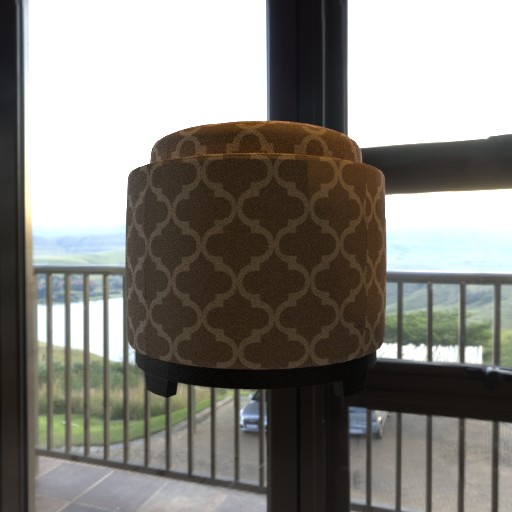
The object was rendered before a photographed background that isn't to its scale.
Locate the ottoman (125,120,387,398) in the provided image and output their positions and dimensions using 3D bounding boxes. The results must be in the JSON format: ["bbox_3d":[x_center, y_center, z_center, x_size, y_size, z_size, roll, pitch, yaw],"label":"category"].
[{"bbox_3d":[0.000,0.000,0.849,0.480,0.429,0.480,0,1,0],"label":"ottoman"}]
